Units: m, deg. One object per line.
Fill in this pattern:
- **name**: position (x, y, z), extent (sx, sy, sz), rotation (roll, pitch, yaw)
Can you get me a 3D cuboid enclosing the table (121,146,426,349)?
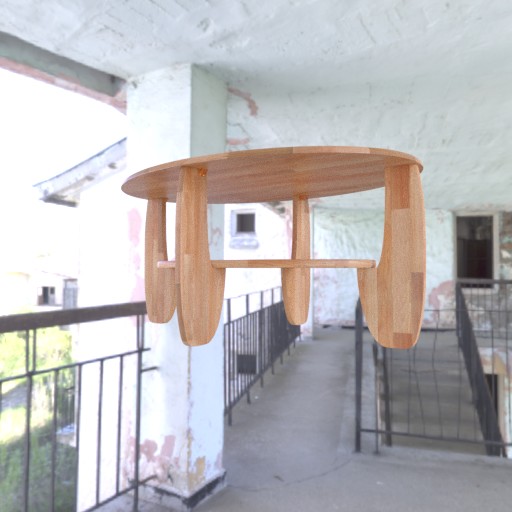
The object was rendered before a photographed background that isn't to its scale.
- **table**: position (0.000, 0.000, 1.413), extent (1.040, 0.490, 0.690), rotation (-1, -2, 35)
